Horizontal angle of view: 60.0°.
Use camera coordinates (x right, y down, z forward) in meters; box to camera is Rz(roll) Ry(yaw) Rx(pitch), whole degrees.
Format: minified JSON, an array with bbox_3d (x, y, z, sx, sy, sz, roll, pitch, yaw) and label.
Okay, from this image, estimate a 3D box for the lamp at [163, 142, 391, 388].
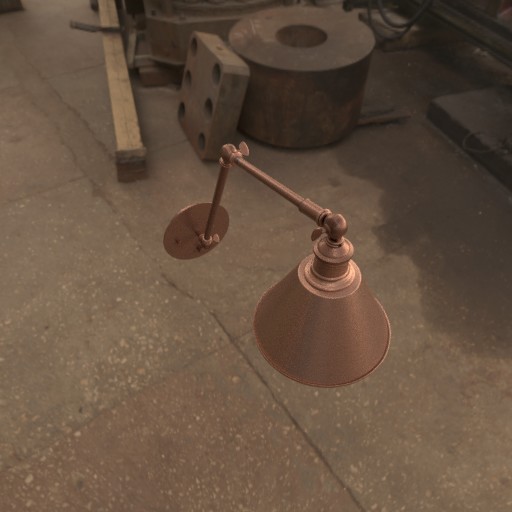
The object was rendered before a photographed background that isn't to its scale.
[{"bbox_3d":[0.000,0.000,0.857,0.223,0.502,0.624,-24,51,-21],"label":"lamp"}]
